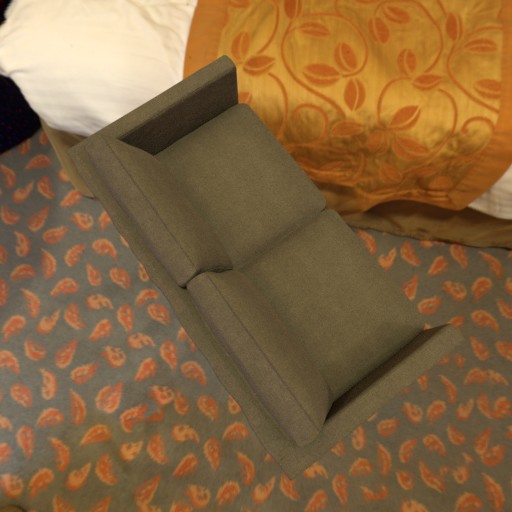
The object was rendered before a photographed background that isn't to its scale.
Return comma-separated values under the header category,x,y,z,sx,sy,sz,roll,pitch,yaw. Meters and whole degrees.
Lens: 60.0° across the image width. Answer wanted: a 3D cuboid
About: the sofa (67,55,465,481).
category,x,y,z,sx,sy,sz,roll,pitch,yaw
sofa,0.000,0.000,2.263,0.974,0.854,1.802,-35,77,-9
